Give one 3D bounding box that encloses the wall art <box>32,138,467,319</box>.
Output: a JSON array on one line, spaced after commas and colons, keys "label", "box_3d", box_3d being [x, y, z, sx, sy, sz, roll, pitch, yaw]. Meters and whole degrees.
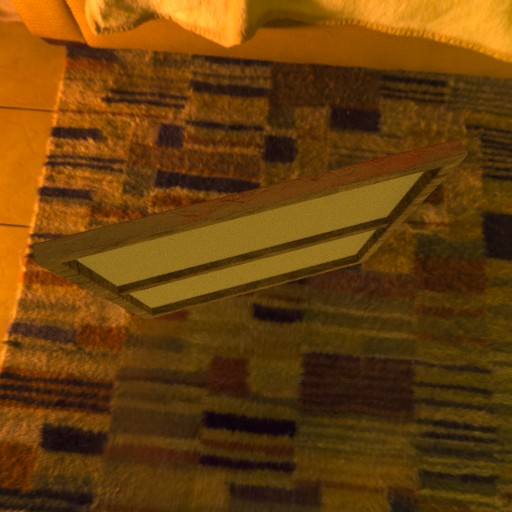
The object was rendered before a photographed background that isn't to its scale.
[{"label": "wall art", "box_3d": [0.000, 0.000, 1.100, 0.747, 0.747, 0.035, -15, 75, -4]}]
